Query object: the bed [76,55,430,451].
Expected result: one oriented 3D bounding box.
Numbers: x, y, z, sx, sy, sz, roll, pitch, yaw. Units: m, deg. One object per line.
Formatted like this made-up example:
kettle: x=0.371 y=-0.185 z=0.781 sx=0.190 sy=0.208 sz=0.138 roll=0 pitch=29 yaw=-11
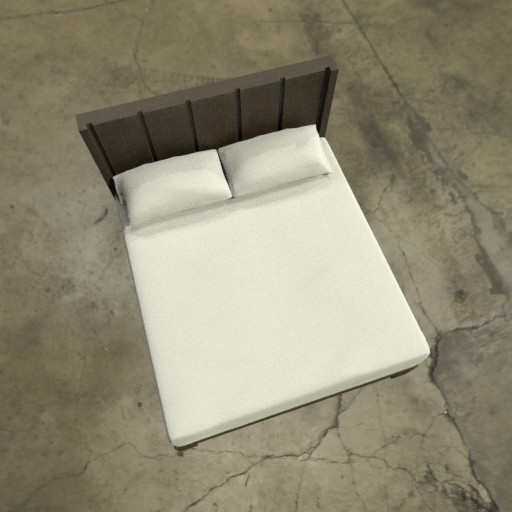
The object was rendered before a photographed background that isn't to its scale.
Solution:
bed: x=0.000 y=0.000 z=3.053 sx=1.735 sy=1.261 sz=1.992 roll=-16 pitch=66 yaw=-8
